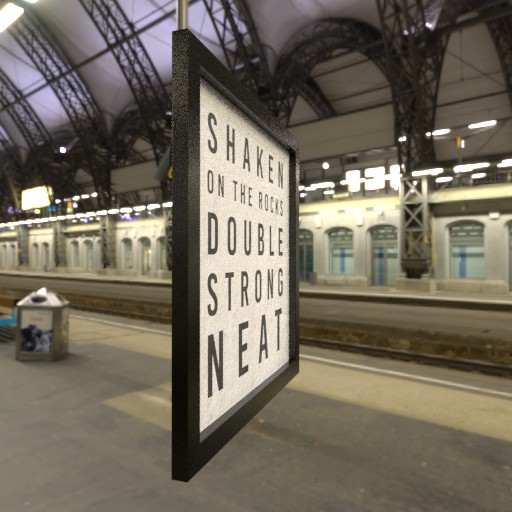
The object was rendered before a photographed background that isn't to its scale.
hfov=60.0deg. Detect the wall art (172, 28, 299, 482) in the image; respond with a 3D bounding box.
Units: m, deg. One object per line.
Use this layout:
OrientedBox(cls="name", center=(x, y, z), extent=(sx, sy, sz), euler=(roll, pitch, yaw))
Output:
OrientedBox(cls="wall art", center=(0.000, 0.000, 0.507), extent=(0.014, 0.349, 0.349), euler=(0, 0, 20))
